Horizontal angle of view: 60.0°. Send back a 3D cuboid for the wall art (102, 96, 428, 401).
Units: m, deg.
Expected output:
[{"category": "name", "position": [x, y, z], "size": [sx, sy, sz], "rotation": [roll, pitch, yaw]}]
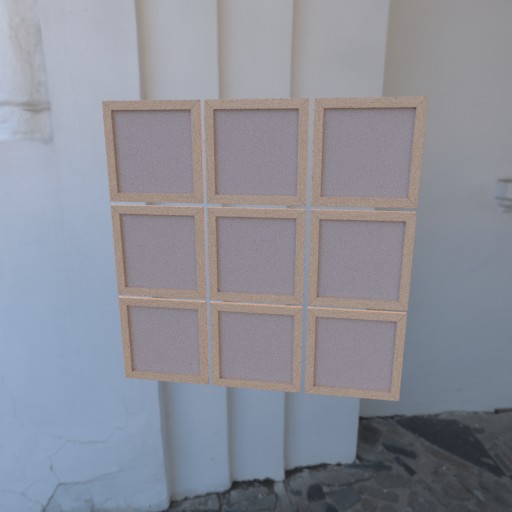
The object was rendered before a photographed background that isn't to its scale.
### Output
[{"category": "wall art", "position": [0.000, 0.000, 1.802], "size": [1.217, 1.207, 0.016], "rotation": [2, 15, 9]}]
